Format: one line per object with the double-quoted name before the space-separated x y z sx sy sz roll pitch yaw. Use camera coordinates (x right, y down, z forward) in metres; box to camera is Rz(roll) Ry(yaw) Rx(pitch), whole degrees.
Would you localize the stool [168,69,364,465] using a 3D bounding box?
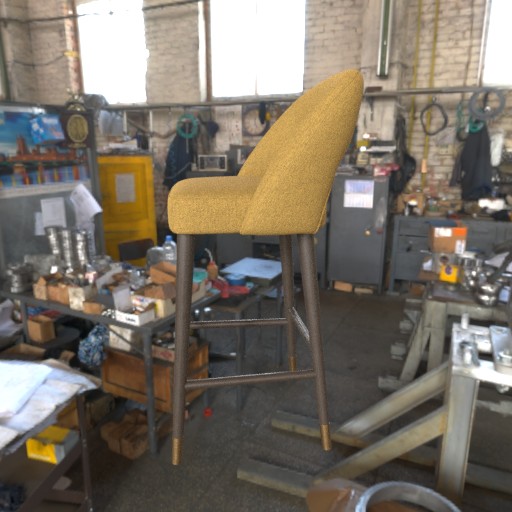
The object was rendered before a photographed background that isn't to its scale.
"stool" 0.000 0.000 1.324 0.522 1.032 0.536 -2 14 -8
